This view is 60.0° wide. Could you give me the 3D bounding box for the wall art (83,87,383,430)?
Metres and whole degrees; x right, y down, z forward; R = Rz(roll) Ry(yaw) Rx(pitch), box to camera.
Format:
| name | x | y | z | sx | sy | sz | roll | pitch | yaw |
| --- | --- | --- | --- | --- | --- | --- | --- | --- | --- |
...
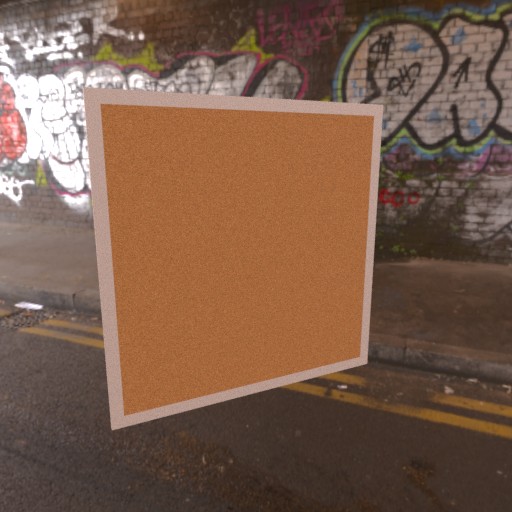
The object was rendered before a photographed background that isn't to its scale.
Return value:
| name | x | y | z | sx | sy | sz | roll | pitch | yaw |
| --- | --- | --- | --- | --- | --- | --- | --- | --- | --- |
| wall art | 0.000 | 0.000 | 1.200 | 0.812 | 0.813 | 0.013 | -6 | 15 | -26 |
